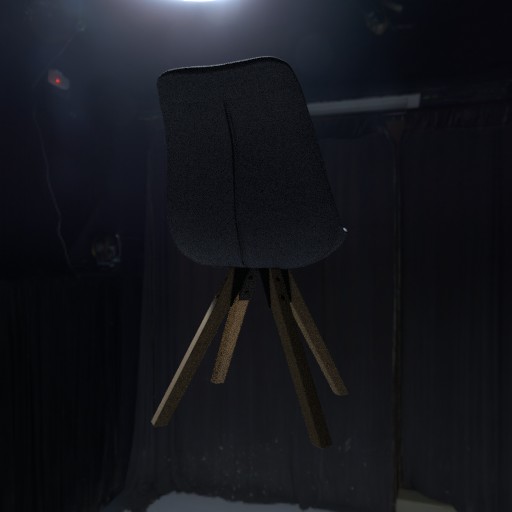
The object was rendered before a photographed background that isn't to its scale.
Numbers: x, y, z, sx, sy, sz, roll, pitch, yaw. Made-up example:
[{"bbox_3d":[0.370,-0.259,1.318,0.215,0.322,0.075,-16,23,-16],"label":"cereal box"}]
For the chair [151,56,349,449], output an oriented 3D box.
[{"bbox_3d":[0.000,0.000,1.213,0.485,0.850,0.550,0,0,17],"label":"chair"}]
